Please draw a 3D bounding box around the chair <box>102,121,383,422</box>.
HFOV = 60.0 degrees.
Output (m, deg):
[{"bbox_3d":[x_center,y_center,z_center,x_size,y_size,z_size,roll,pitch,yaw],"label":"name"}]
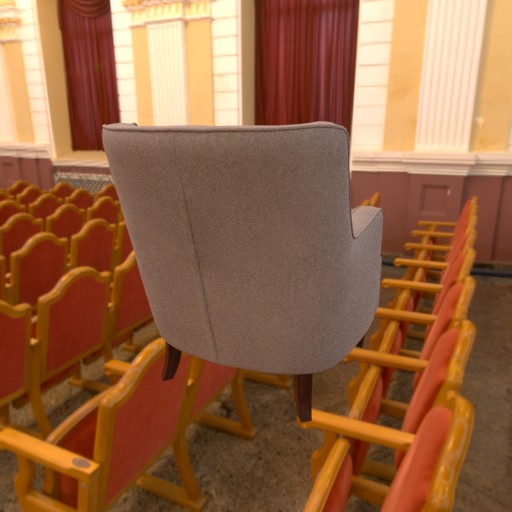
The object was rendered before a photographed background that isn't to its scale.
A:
[{"bbox_3d":[0.000,0.000,1.595,0.781,0.919,0.910,8,18,25],"label":"chair"}]
